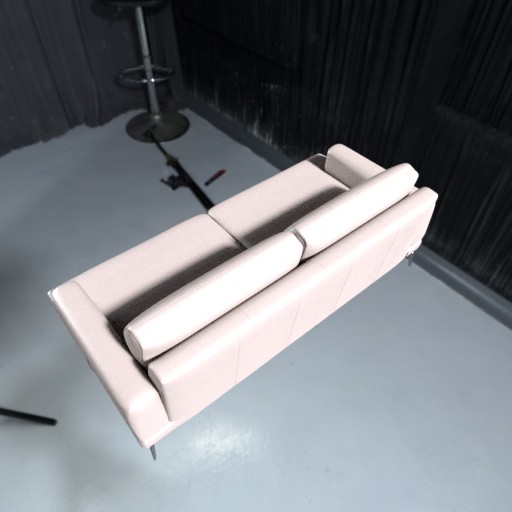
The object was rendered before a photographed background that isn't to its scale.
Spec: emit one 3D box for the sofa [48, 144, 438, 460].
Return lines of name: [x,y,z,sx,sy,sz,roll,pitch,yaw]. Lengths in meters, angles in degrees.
sofa: [0.000,0.000,2.362,1.940,0.765,0.974,-31,54,-26]
